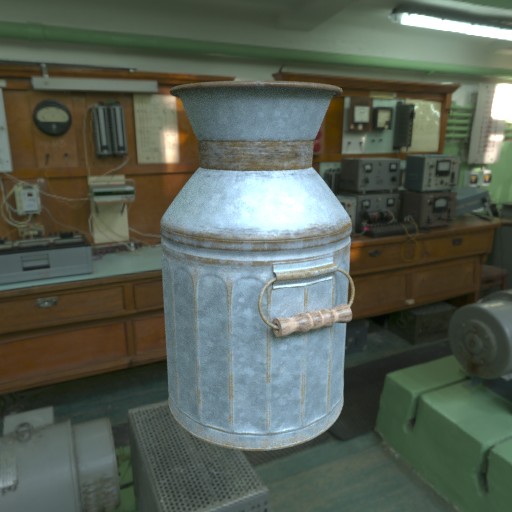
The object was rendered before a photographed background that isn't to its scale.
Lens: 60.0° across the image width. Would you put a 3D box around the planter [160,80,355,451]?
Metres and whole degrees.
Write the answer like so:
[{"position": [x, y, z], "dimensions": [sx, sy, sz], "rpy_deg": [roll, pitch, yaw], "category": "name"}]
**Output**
[{"position": [0.000, 0.000, 0.508], "dimensions": [0.215, 0.358, 0.248], "rpy_deg": [-8, 17, -26], "category": "planter"}]
